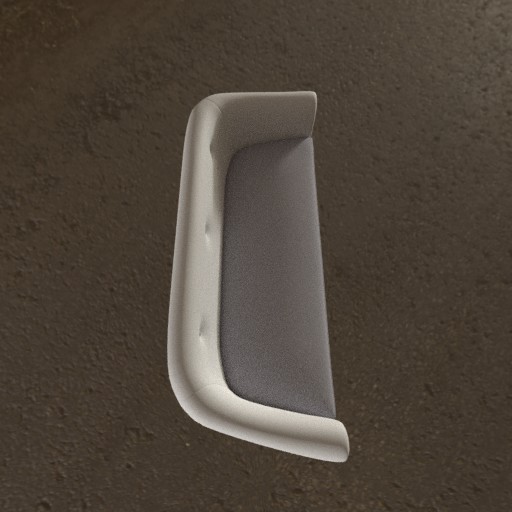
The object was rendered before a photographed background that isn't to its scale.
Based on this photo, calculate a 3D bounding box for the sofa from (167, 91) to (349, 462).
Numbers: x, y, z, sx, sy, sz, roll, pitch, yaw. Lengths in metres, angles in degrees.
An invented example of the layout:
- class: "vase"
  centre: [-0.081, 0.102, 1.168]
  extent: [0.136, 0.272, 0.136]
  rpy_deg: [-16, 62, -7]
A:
- class: "sofa"
  centre: [0.000, 0.000, 2.537]
  extent: [0.827, 0.795, 2.160]
  rpy_deg: [0, 63, 0]
